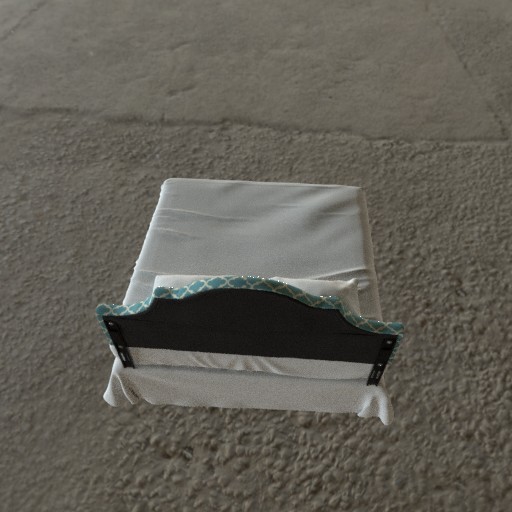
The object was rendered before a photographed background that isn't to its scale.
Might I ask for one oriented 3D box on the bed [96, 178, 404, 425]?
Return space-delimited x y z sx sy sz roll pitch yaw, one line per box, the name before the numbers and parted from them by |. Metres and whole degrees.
bed | 0.000 0.000 3.761 2.314 1.601 2.222 3 47 3
